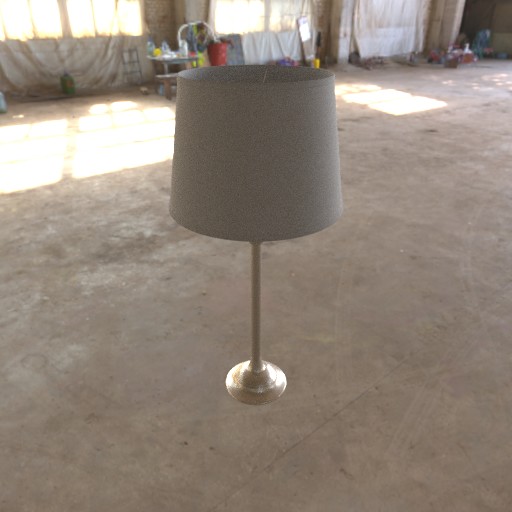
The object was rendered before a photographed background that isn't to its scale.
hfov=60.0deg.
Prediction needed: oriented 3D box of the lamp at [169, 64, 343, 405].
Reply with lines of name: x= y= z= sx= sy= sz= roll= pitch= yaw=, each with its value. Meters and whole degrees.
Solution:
lamp: x=0.000 y=0.000 z=0.908 sx=0.331 sy=0.698 sz=0.331 roll=0 pitch=29 yaw=0
